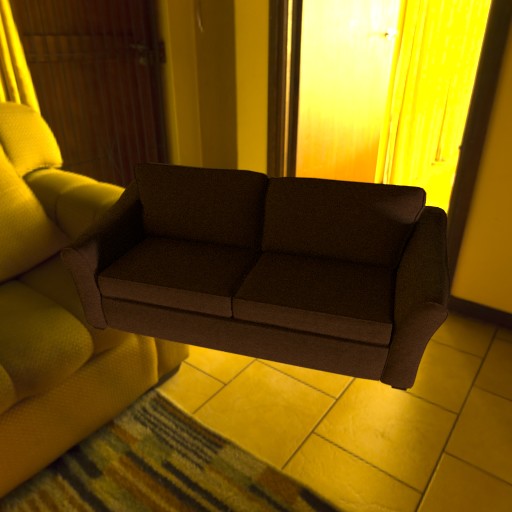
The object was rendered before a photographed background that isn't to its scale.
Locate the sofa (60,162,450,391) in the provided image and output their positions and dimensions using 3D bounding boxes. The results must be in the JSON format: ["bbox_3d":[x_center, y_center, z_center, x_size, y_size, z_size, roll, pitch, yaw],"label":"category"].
[{"bbox_3d":[0.000,0.000,2.842,2.270,0.950,0.971,8,28,15],"label":"sofa"}]
